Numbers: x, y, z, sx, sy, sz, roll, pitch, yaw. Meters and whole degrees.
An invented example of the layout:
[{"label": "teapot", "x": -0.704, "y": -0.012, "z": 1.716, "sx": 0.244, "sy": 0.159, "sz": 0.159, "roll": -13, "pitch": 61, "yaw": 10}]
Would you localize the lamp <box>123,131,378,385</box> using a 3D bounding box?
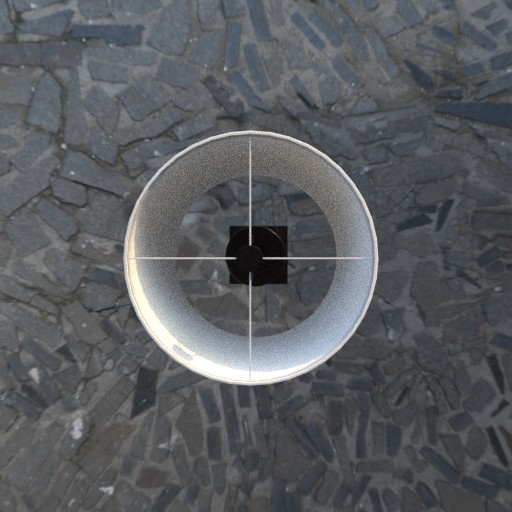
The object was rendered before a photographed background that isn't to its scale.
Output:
[{"label": "lamp", "x": 0.000, "y": 0.000, "z": 0.607, "sx": 0.211, "sy": 0.509, "sz": 0.211, "roll": 0, "pitch": 90, "yaw": 1}]
